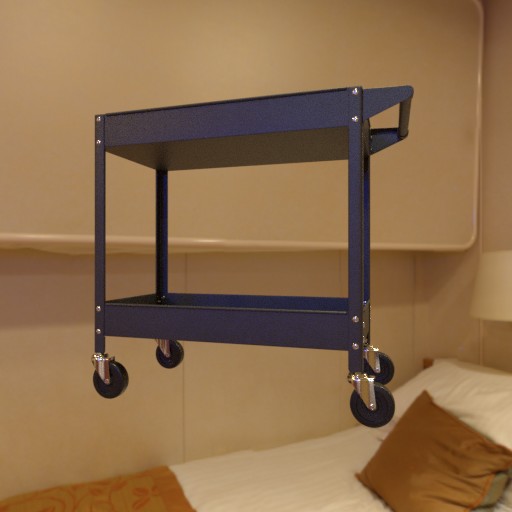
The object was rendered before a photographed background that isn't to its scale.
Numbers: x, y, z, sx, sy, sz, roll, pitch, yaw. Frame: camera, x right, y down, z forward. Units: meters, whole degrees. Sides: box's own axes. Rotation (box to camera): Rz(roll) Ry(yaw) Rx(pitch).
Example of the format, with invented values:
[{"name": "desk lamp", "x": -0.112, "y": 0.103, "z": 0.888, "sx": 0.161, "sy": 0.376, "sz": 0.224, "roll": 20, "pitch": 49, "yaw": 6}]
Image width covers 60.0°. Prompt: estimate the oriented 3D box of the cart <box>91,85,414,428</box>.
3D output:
[{"name": "cart", "x": 0.000, "y": 0.000, "z": 1.181, "sx": 0.779, "sy": 0.719, "sz": 0.366, "roll": 0, "pitch": 0, "yaw": 17}]
